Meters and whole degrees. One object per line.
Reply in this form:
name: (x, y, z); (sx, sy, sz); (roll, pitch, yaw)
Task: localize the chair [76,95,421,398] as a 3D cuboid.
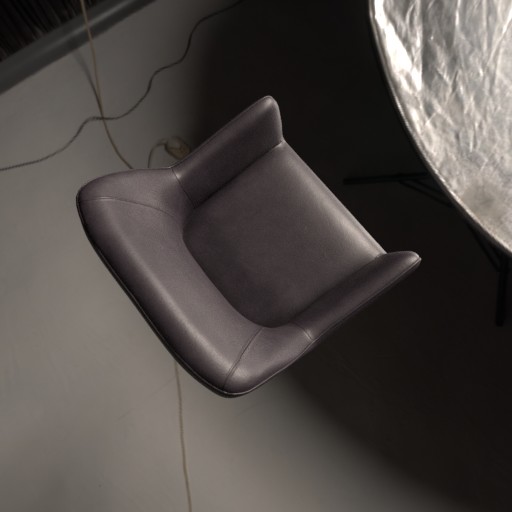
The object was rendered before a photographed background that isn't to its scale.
chair: (0.000, 0.000, 1.262); (0.610, 0.828, 0.610); (-38, 79, -9)
